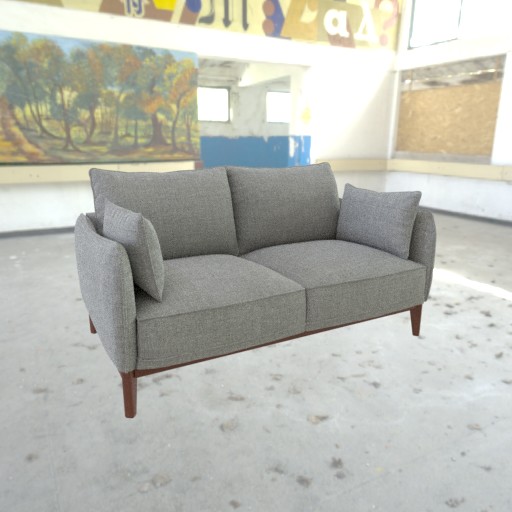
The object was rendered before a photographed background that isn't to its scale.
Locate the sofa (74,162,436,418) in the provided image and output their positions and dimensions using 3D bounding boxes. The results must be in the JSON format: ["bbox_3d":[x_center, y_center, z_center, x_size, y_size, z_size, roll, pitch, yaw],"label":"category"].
[{"bbox_3d":[0.000,0.000,2.179,1.580,0.851,0.972,-8,17,-27],"label":"sofa"}]
